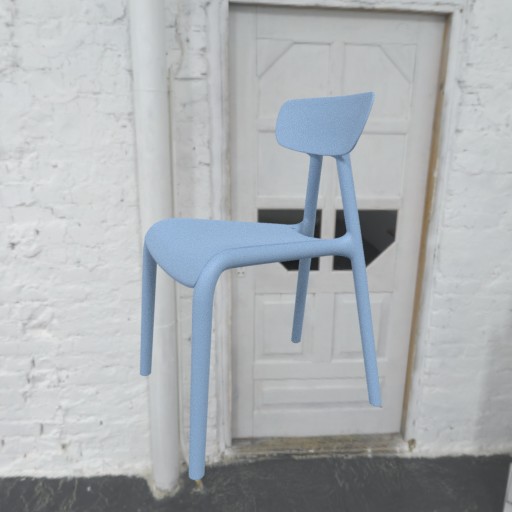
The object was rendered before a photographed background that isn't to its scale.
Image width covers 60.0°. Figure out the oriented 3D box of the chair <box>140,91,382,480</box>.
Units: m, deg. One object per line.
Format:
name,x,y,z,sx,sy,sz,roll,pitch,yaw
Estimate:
chair,0.000,0.000,0.836,0.401,0.580,0.356,-8,18,-26
